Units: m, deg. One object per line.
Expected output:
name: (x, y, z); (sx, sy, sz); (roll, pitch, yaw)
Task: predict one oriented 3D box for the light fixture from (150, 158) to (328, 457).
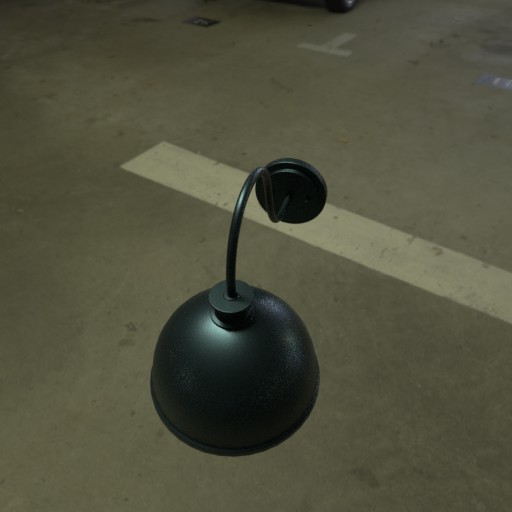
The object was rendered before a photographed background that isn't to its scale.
light fixture: (0.000, 0.000, 0.650); (0.253, 0.295, 0.467); (11, 43, 12)
